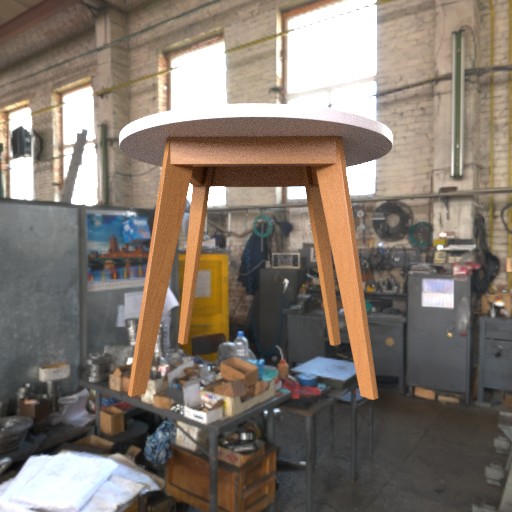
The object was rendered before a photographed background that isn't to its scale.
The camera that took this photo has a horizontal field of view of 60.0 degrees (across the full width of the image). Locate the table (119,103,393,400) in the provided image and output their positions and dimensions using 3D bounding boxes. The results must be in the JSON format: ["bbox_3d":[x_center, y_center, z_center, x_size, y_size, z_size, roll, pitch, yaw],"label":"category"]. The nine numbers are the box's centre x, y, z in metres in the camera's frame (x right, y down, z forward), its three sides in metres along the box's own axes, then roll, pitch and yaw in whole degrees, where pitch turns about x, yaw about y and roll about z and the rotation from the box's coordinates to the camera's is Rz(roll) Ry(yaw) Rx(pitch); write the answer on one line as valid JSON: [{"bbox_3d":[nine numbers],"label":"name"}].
[{"bbox_3d":[0.000,0.000,1.530,0.896,0.762,0.896,0,1,0],"label":"table"}]
